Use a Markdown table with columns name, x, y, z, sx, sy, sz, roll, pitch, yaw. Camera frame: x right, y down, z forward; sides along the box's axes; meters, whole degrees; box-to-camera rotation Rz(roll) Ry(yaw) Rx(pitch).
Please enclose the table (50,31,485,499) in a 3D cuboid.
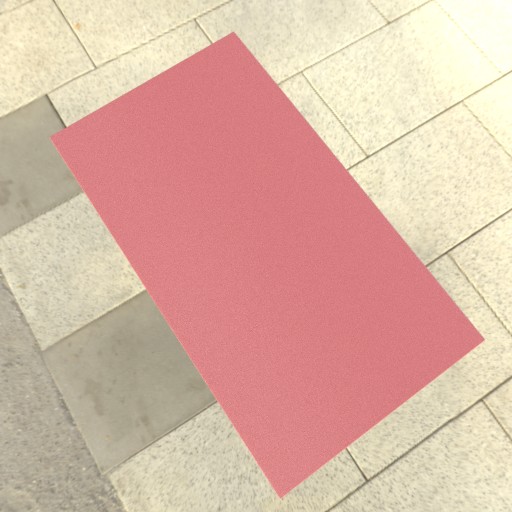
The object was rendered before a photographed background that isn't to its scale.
| name | x | y | z | sx | sy | sz | roll | pitch | yaw |
| --- | --- | --- | --- | --- | --- | --- | --- | --- | --- |
| table | 0.000 | 0.000 | 1.359 | 0.612 | 0.493 | 1.068 | -34 | 78 | -9 |
